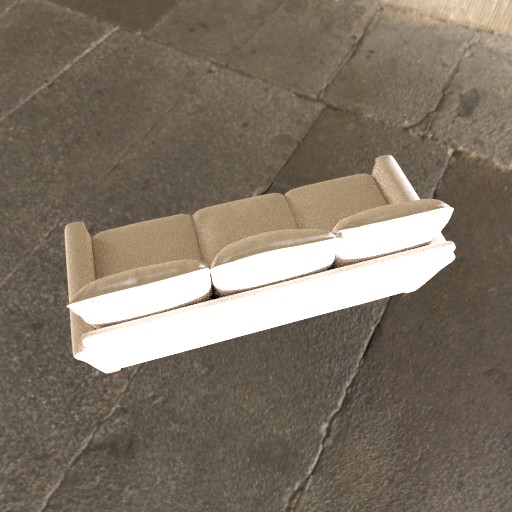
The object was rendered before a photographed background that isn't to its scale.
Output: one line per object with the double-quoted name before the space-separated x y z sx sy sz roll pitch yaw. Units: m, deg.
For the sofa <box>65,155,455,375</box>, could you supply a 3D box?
"sofa" 0.000 0.000 2.438 1.925 0.961 0.828 -14 58 -9
